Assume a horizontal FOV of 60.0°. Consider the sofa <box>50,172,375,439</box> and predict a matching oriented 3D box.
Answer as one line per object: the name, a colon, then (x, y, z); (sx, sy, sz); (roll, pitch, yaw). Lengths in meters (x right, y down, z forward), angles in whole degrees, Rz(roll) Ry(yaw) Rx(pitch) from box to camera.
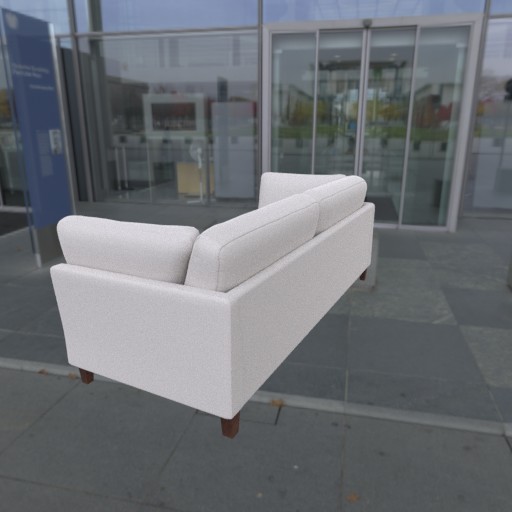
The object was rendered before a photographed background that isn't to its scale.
sofa: (0.000, 0.000, 2.813); (0.957, 0.863, 2.301); (9, 19, 26)
